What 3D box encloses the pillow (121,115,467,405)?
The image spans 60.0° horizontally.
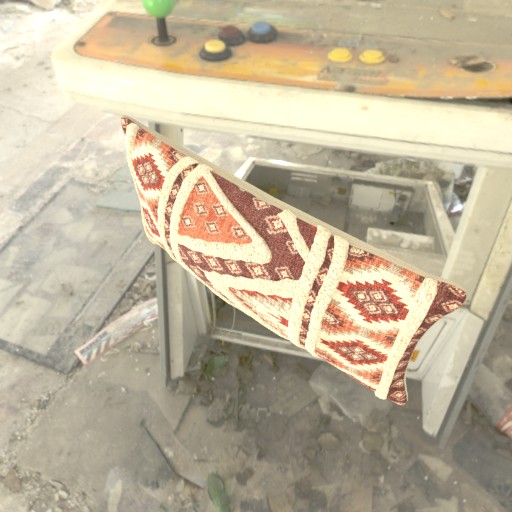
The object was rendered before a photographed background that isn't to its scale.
[{"bbox_3d":[0.000,0.000,0.727,0.608,0.295,0.161,31,55,25],"label":"pillow"}]
